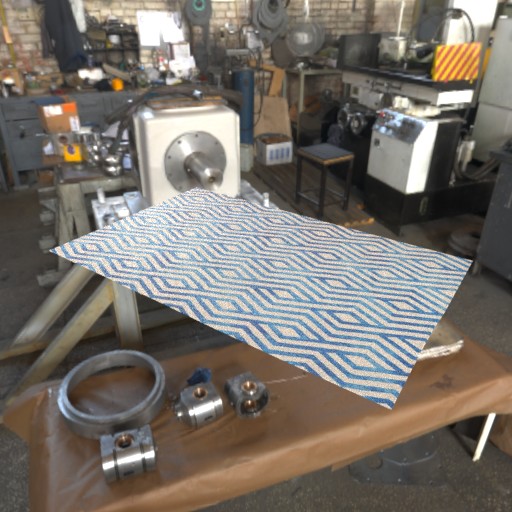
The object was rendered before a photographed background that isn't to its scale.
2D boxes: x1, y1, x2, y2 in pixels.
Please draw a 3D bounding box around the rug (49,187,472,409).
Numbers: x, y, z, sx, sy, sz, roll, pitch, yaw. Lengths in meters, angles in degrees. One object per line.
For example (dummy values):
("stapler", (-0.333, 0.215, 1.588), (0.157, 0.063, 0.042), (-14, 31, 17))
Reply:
("rug", (0.000, 0.000, 3.007), (2.439, 0.008, 1.531), (19, 34, 30))
